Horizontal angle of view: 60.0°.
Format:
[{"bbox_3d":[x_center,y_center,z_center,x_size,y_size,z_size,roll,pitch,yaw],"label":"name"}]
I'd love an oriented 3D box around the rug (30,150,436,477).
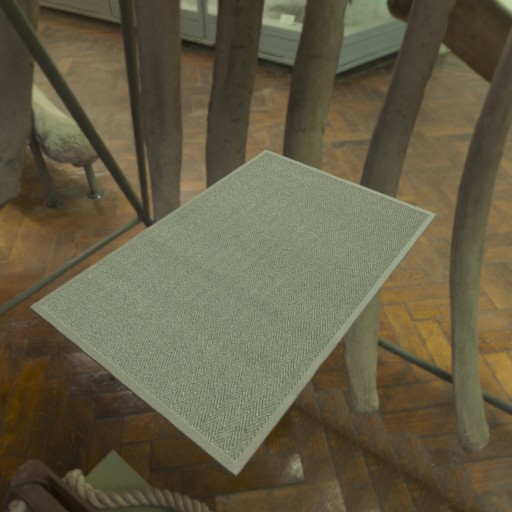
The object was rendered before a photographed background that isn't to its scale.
[{"bbox_3d":[0.000,0.000,2.876,1.540,0.021,2.290,27,49,27],"label":"rug"}]
